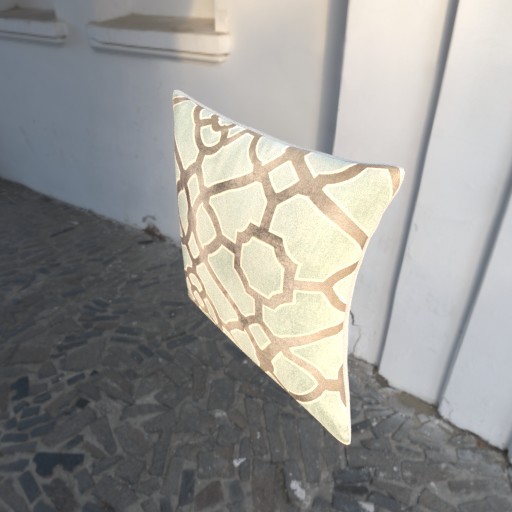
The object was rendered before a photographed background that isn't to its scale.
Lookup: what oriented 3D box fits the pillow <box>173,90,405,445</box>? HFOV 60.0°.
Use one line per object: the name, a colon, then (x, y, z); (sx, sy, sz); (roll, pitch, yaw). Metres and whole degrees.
pillow: (0.000, 0.000, 0.828); (0.166, 0.508, 0.552); (-22, 38, -31)
